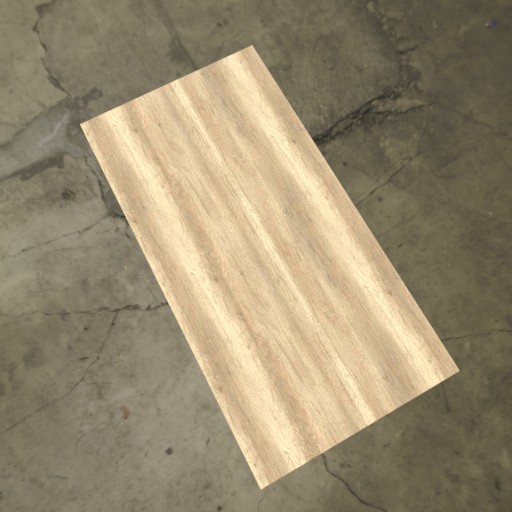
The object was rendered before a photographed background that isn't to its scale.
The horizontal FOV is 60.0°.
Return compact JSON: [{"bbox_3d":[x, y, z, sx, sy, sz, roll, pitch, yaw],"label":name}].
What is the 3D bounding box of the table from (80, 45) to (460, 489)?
[{"bbox_3d":[0.000,0.000,1.698,0.700,0.460,1.350,-28,77,-7],"label":"table"}]
